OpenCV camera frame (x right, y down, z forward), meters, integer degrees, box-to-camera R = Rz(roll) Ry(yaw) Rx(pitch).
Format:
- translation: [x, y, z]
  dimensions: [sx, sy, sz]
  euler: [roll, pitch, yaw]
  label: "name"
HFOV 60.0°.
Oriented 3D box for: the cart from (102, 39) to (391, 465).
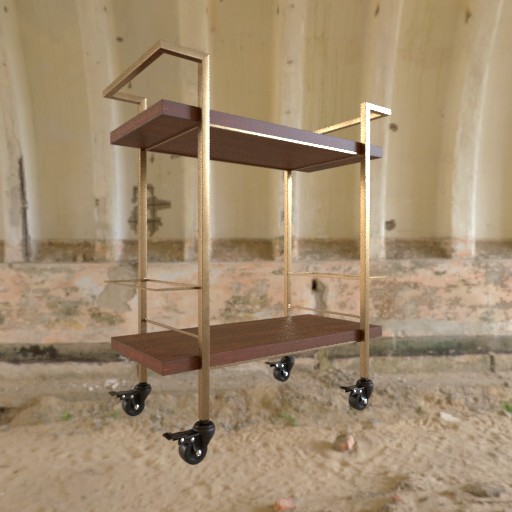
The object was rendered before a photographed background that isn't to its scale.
- translation: [0.000, 0.000, 1.155]
  dimensions: [0.695, 0.807, 0.364]
  euler: [-1, 1, -37]
  label: "cart"
